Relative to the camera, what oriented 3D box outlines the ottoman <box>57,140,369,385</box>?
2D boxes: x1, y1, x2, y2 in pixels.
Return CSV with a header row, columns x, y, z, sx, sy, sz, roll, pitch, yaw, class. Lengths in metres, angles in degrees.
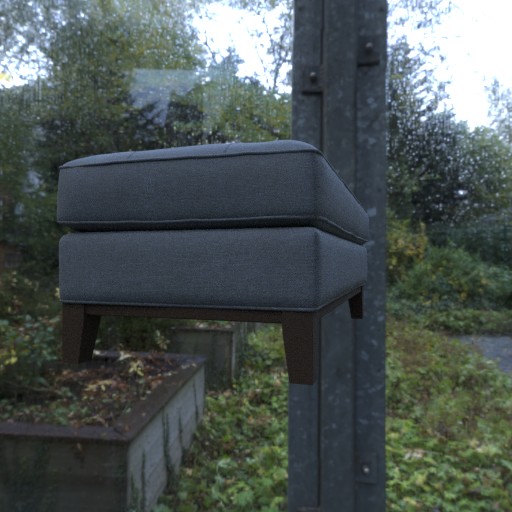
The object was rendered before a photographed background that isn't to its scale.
x,y,z,sx,sy,sz,roll,pitch,yaw,class
0.000,0.000,1.465,0.648,0.514,1.143,0,-1,19,ottoman
